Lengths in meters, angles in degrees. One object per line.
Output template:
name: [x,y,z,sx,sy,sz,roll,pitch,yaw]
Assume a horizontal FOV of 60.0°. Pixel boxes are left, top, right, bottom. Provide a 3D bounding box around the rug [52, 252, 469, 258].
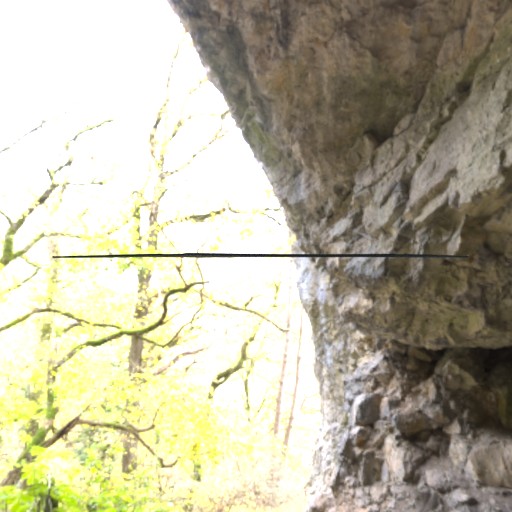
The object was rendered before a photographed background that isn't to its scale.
rug: [0.000,0.000,2.233,1.777,0.021,1.145,0,0,35]
